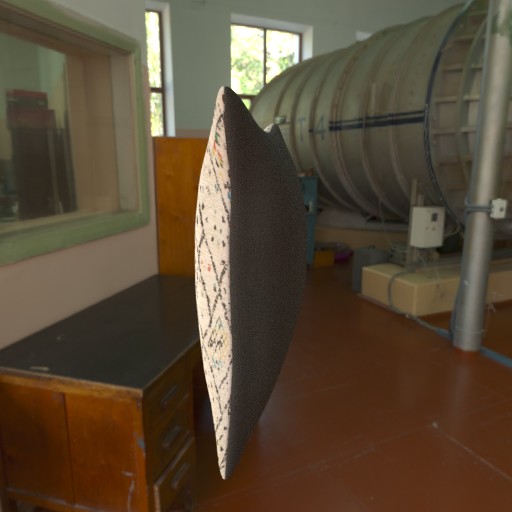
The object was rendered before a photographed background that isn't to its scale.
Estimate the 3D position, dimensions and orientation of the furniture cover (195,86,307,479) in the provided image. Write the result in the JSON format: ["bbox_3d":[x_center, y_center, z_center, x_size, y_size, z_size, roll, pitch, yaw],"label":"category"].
[{"bbox_3d":[0.000,0.000,0.789,0.180,0.498,0.525,2,13,8],"label":"furniture cover"}]
